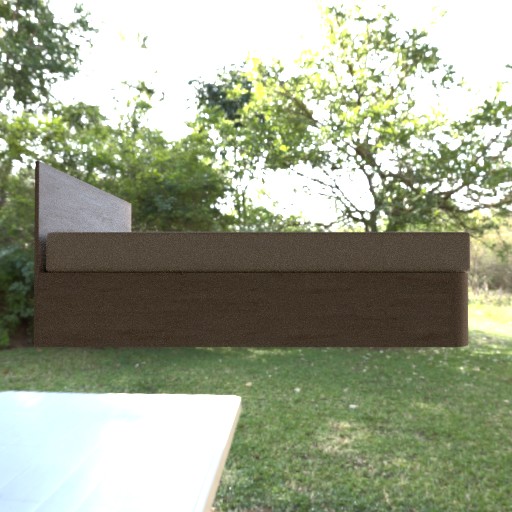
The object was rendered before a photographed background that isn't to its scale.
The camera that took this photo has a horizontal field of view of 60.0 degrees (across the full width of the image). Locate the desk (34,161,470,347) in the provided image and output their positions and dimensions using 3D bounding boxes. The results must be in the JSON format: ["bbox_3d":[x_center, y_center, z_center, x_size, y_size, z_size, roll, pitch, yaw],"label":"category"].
[{"bbox_3d":[0.000,0.000,2.600,1.900,0.800,1.400,0,-1,0],"label":"desk"}]
